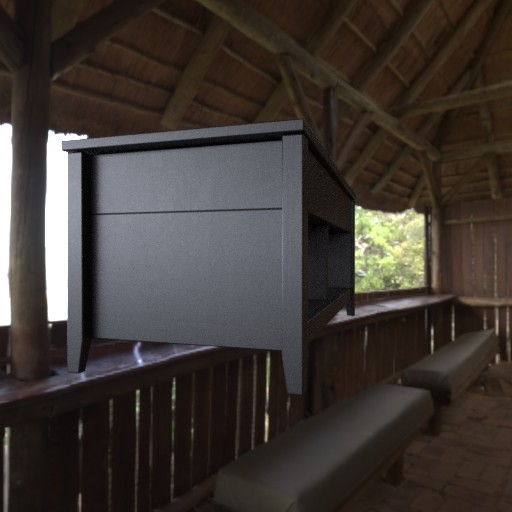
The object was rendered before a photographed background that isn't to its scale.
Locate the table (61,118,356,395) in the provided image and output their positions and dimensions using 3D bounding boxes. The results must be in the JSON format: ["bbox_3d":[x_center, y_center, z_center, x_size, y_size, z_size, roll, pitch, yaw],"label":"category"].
[{"bbox_3d":[0.000,0.000,1.280,0.483,0.457,1.016,0,0,17],"label":"table"}]
